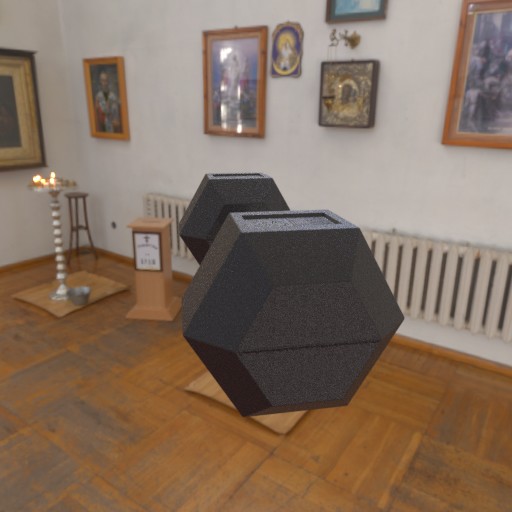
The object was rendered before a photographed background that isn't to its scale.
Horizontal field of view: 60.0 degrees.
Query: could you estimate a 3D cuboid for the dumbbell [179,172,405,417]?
[{"bbox_3d":[0.000,0.000,0.418,0.141,0.123,0.356,-3,17,-9],"label":"dumbbell"}]
